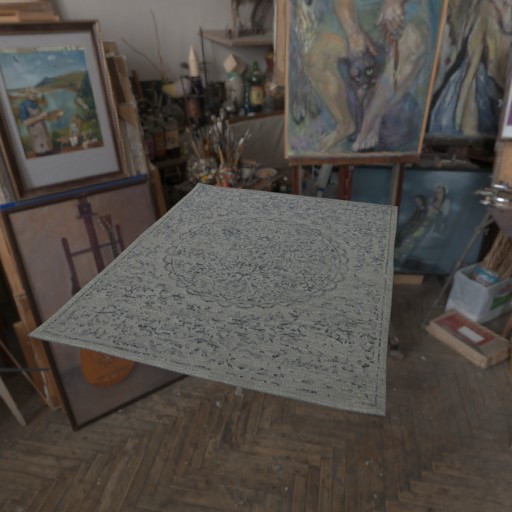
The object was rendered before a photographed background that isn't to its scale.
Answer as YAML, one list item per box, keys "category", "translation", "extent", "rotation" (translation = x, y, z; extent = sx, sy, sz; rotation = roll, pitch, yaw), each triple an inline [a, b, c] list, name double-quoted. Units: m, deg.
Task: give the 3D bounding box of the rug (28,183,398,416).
- category: "rug"
  translation: [0.000, 0.000, 3.899]
  extent: [2.343, 0.026, 2.925]
  rotation: [9, 32, 14]
